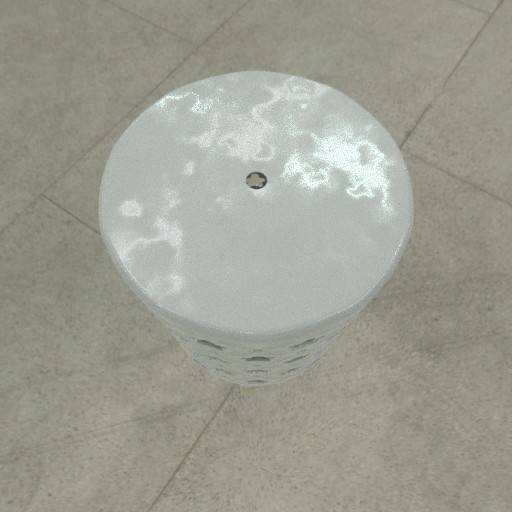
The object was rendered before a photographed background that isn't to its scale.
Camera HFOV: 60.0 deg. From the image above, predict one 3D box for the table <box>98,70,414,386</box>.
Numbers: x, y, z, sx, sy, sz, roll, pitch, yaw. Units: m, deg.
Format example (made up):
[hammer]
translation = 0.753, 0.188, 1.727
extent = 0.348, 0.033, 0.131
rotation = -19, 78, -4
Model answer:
[table]
translation = 0.000, 0.000, 0.660
extent = 0.352, 0.387, 0.352
rotation = 0, 64, 0
